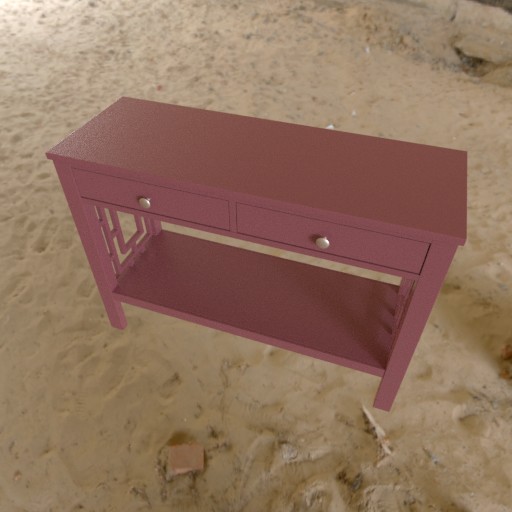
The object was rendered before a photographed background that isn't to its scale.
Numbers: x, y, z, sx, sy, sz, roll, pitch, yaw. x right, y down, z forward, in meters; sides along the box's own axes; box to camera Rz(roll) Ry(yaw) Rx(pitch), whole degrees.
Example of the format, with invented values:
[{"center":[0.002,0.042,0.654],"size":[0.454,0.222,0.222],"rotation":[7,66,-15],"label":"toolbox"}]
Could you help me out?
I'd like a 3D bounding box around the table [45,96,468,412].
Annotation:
[{"center":[0.000,0.000,1.442],"size":[1.068,0.753,0.397],"rotation":[14,45,14],"label":"table"}]
